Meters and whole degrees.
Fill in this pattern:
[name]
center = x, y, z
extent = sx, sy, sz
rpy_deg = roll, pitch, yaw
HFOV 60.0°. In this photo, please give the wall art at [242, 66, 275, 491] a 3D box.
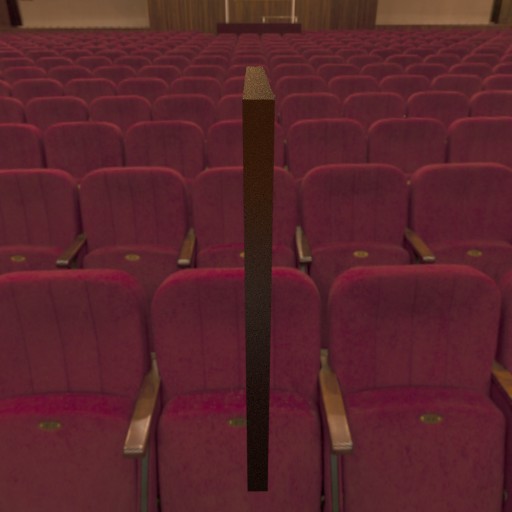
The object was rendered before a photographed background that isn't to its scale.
[wall art]
center = 0.000, 0.000, 0.745
extent = 0.031, 0.558, 0.461
rpy_deg = 0, 27, -1
